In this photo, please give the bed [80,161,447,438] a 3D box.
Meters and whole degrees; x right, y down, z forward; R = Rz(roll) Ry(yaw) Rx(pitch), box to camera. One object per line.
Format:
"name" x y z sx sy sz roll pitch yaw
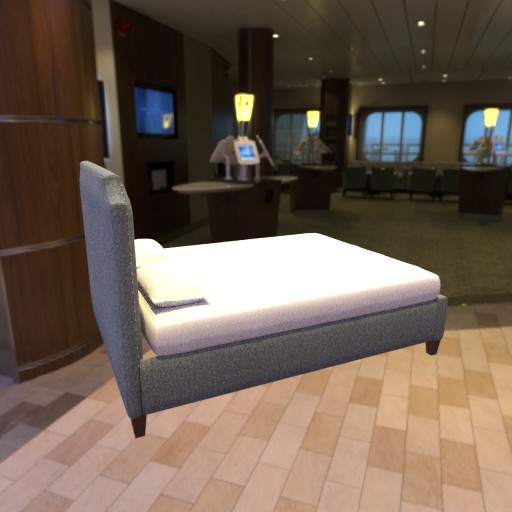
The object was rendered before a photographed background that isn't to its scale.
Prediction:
"bed" 0.000 0.000 3.450 2.372 1.443 1.712 -7 17 -25
